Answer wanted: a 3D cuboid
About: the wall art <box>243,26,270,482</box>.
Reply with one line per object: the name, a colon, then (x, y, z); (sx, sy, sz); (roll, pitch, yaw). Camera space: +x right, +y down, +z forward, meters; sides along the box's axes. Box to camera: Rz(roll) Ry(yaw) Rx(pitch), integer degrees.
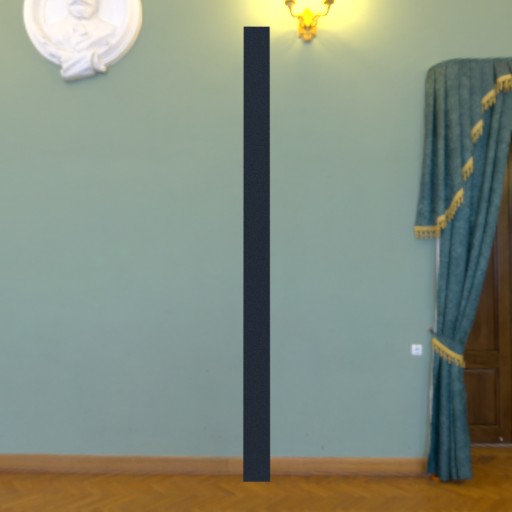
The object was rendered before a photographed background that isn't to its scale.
wall art: (0.000, 0.000, 0.771); (0.033, 0.559, 0.457); (0, -2, 0)
